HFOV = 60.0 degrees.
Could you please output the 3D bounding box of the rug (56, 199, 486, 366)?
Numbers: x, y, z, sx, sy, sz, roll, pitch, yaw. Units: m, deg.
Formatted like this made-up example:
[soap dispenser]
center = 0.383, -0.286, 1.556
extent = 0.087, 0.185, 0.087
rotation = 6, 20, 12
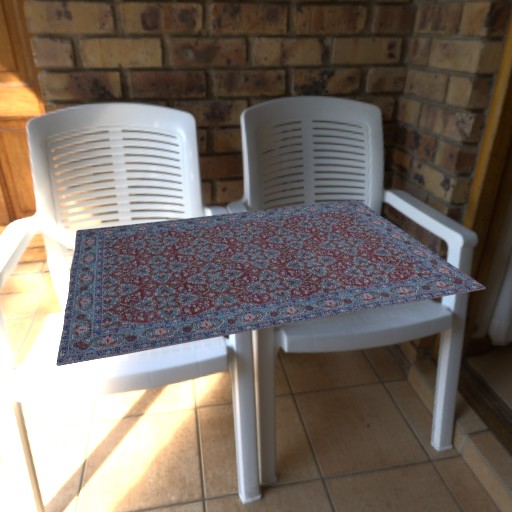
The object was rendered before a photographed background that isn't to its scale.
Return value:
[rug]
center = 0.000, 0.000, 2.302
extent = 1.829, 0.009, 1.219
rotation = -8, 28, -15
